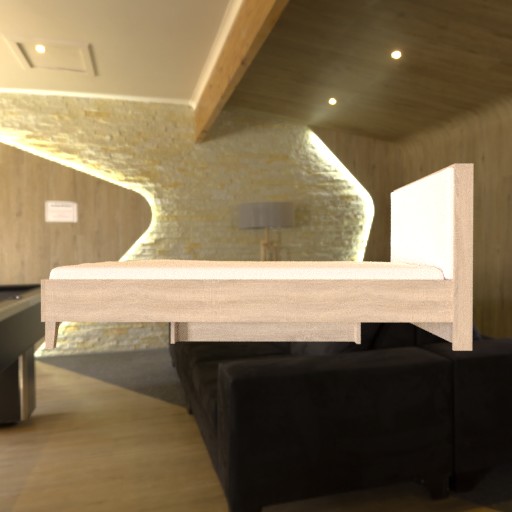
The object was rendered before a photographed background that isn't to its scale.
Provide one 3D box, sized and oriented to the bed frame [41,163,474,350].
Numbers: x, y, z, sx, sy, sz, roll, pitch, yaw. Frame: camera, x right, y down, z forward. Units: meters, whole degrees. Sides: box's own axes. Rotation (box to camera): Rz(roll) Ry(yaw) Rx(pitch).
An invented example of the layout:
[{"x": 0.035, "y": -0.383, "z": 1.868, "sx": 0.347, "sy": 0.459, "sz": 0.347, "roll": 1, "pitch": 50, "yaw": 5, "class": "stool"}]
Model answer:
[{"x": 0.000, "y": 0.000, "z": 2.682, "sx": 2.140, "sy": 0.920, "sz": 0.990, "roll": 0, "pitch": 1, "yaw": 0, "class": "bed frame"}]
